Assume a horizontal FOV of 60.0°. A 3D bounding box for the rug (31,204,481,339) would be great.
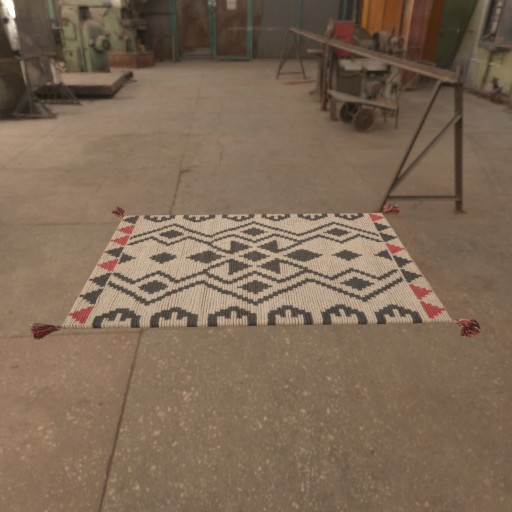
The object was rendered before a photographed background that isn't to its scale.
[{"bbox_3d":[0.000,0.000,2.578,2.069,0.067,1.444,-1,30,-1],"label":"rug"}]
